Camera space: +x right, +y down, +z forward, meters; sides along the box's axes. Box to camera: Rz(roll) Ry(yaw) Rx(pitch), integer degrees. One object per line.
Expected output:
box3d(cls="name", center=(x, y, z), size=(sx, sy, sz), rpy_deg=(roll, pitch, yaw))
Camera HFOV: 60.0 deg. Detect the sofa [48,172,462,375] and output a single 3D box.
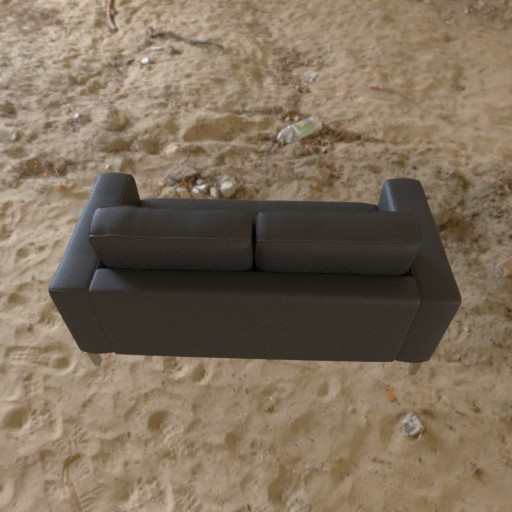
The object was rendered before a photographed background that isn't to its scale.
box3d(cls="sofa", center=(0.000, 0.000, 2.201), size=(1.726, 0.893, 0.833), rpy_deg=(1, 47, 1))
